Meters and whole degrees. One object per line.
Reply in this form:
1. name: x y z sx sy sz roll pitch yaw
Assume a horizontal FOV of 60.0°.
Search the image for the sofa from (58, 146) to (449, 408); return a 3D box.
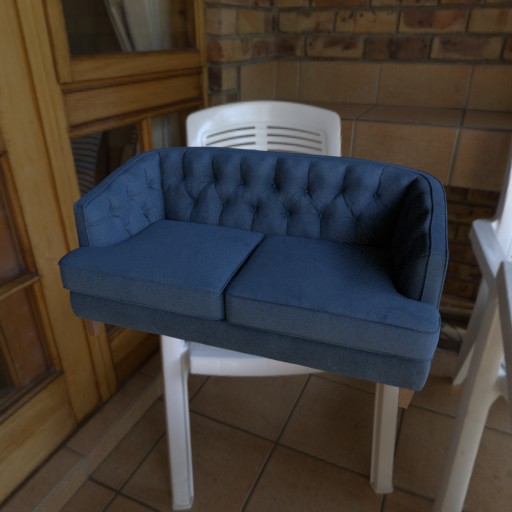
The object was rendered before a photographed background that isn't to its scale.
1. sofa: 0.000 0.000 2.251 1.733 0.854 0.941 9 28 16
